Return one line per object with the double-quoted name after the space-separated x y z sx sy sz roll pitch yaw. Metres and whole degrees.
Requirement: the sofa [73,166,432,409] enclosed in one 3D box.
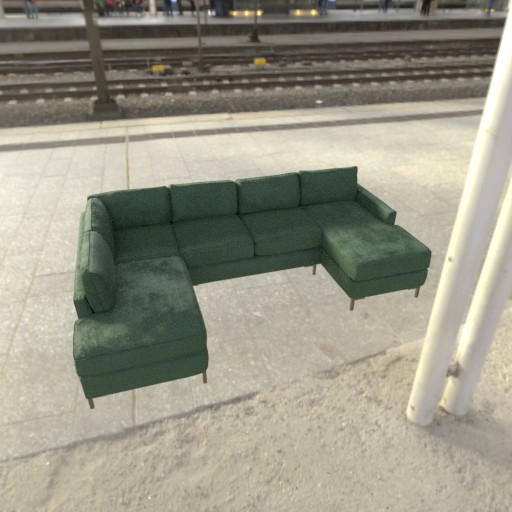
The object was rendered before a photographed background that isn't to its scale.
0.000 0.000 3.937 2.994 0.861 1.992 -9 32 -15 "sofa"
